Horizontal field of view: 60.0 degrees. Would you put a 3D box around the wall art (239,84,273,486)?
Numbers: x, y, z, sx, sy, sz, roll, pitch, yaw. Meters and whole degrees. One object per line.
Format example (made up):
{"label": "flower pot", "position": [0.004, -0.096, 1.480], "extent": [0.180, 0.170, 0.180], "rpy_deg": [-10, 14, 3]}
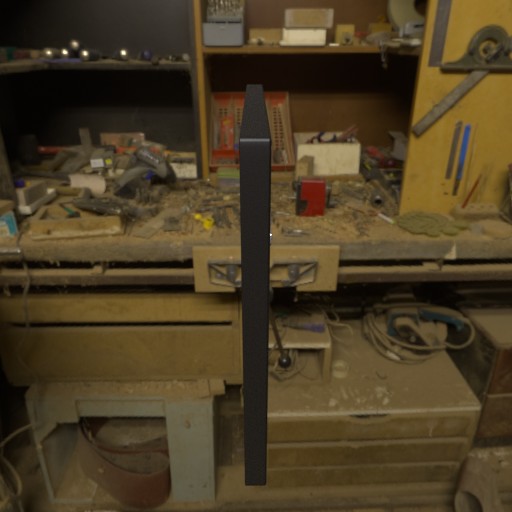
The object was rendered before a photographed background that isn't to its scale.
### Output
{"label": "wall art", "position": [0.000, 0.000, 0.921], "extent": [0.043, 0.611, 0.610], "rpy_deg": [0, 27, 0]}
